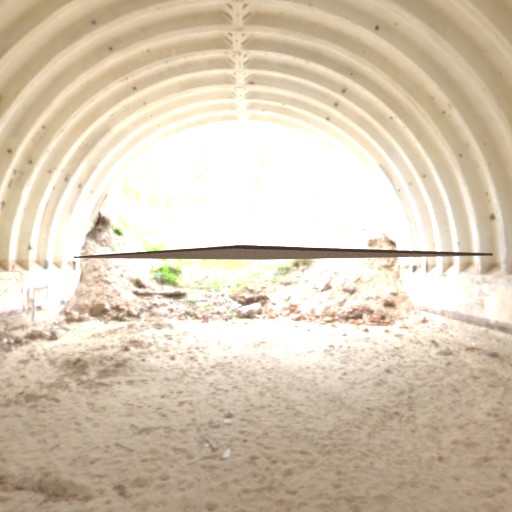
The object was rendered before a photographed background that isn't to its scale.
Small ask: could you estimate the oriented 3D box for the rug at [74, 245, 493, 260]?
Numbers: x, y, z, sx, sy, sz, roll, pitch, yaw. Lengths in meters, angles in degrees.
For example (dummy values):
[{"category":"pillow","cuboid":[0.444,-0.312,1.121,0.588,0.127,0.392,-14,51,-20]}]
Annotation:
[{"category":"rug","cuboid":[0.000,0.000,3.996,2.411,0.020,3.032,1,-2,-36]}]
